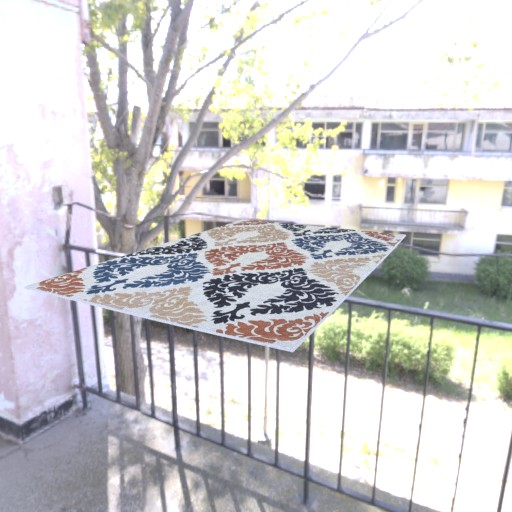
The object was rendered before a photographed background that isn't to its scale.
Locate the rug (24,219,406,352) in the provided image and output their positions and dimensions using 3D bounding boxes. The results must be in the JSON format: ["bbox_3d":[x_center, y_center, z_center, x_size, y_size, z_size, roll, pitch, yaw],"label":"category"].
[{"bbox_3d":[0.000,0.000,2.904,1.514,0.014,2.275,8,17,27],"label":"rug"}]
